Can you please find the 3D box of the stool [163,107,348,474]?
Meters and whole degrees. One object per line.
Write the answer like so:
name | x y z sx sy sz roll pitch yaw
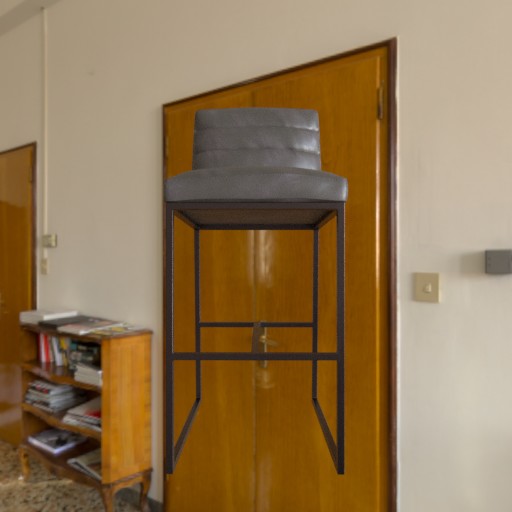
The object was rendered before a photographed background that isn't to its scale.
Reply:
stool | 0.000 0.000 1.350 0.463 1.065 0.562 0 0 0
